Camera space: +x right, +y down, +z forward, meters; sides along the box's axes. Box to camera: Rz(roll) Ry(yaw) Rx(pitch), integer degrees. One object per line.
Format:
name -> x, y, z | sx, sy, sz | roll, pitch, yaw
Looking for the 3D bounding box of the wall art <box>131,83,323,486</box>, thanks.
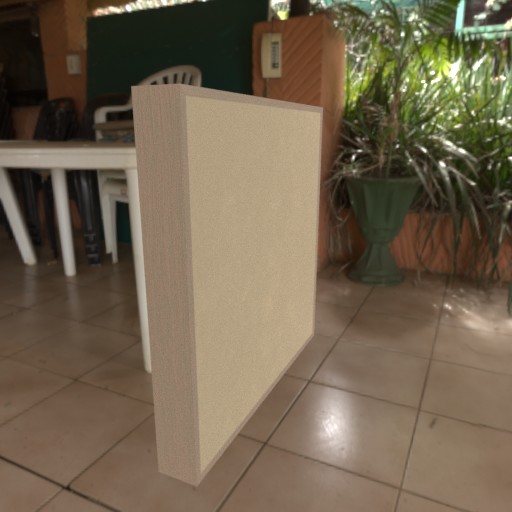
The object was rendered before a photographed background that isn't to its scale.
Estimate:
wall art -> 0.000, 0.000, 0.456 | 0.038, 0.303, 0.304 | 7, 17, 24
